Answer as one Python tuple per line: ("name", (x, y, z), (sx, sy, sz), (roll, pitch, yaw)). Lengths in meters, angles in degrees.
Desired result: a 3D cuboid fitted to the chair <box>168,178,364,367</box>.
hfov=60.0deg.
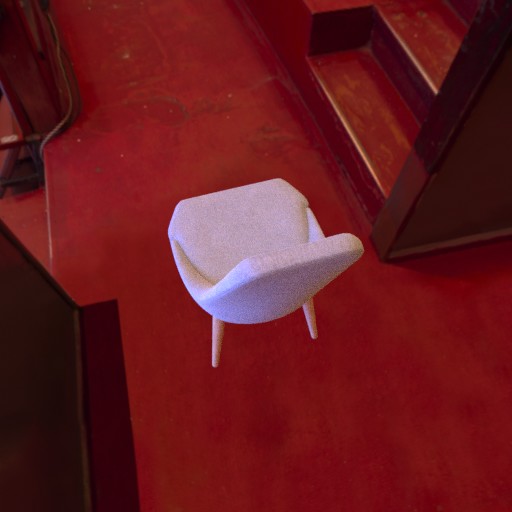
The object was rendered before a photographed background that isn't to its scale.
("chair", (0.000, 0.000, 1.406), (0.510, 1.040, 0.660), (-14, 61, -8))
